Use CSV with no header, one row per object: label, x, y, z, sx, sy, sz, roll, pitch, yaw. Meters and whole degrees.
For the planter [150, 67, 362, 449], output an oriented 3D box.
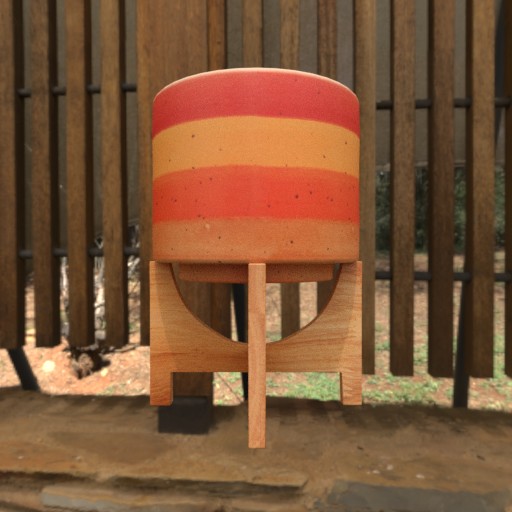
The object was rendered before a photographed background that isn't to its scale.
planter,0.000,0.000,0.569,0.269,0.379,0.269,0,0,0
